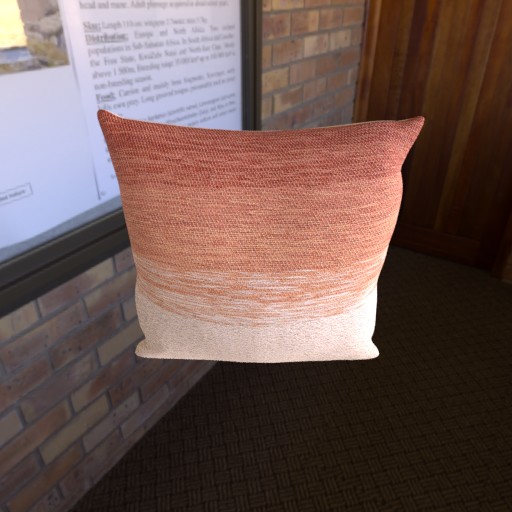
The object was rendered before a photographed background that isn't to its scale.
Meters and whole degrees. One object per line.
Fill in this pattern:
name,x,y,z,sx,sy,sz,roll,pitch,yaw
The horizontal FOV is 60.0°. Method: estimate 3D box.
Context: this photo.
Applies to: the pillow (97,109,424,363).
pillow,0.000,0.000,0.687,0.440,0.441,0.182,1,31,1
